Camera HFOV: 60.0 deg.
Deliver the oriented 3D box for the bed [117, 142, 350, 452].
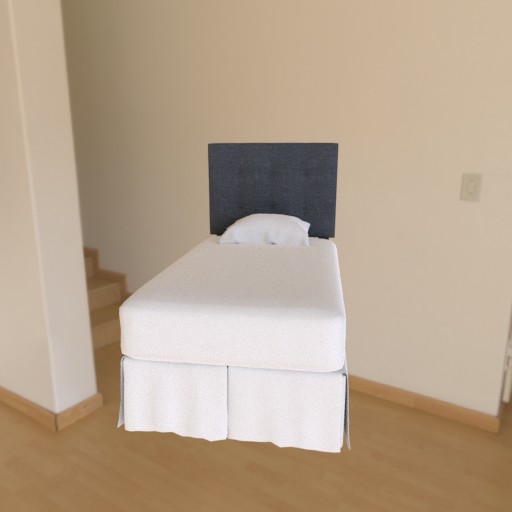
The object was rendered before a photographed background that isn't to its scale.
[{"bbox_3d":[0.000,0.000,3.097,1.261,1.571,1.997,2,13,8],"label":"bed"}]
